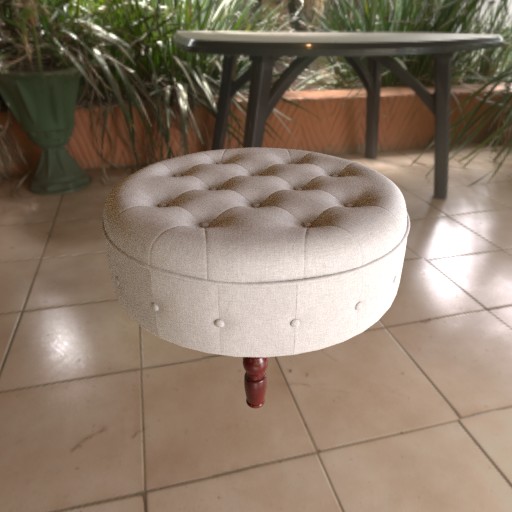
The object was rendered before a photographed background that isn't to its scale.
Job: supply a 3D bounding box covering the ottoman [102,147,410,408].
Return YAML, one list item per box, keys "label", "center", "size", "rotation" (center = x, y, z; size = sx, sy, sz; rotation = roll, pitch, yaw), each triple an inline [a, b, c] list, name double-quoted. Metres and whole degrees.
- label: "ottoman"
  center: [0.000, 0.000, 1.354]
  size: [0.849, 0.478, 0.849]
  rotation: [0, 29, 0]
